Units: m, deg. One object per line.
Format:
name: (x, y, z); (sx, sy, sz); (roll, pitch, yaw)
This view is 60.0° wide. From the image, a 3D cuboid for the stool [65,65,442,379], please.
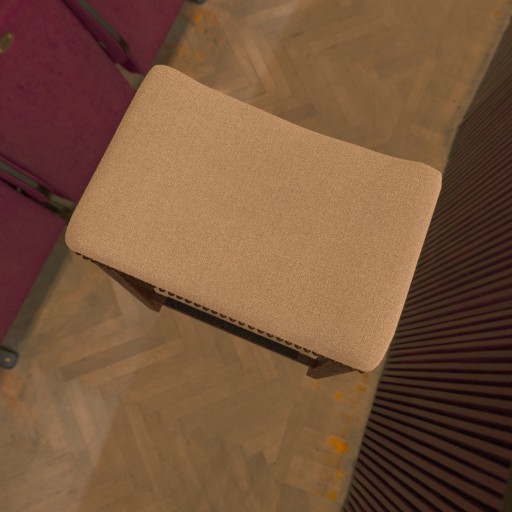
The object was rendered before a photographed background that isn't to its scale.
stool: (0.000, 0.000, 0.957); (0.509, 0.669, 0.363); (22, 77, 5)
